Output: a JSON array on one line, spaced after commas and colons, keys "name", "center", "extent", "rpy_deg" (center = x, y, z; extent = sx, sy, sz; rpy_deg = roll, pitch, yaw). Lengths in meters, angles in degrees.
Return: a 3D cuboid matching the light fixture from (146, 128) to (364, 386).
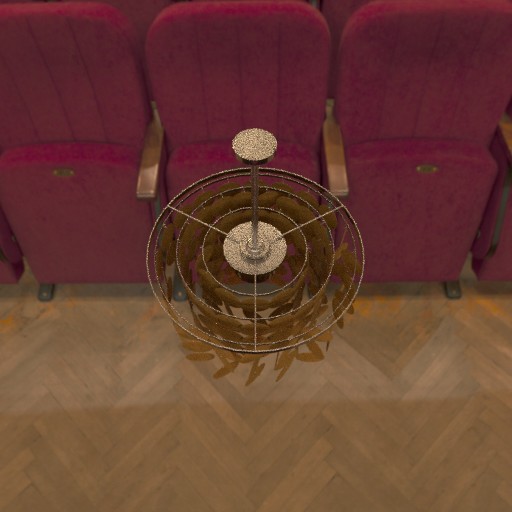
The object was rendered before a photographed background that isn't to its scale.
[{"name": "light fixture", "center": [0.000, 0.000, 0.739], "extent": [0.368, 0.492, 0.368], "rpy_deg": [0, 58, 0]}]
